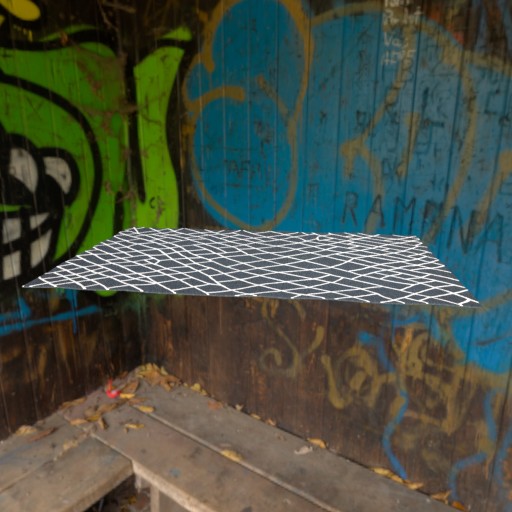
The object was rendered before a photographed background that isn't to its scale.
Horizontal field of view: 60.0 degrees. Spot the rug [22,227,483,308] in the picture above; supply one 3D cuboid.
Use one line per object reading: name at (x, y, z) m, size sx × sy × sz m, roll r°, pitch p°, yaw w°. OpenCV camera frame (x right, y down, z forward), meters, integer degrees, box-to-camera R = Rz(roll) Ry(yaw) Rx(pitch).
rug at (0.000, 0.000, 3.053) m, size 2.448 × 0.017 × 1.529 m, roll 2°, pitch 16°, yaw 7°
